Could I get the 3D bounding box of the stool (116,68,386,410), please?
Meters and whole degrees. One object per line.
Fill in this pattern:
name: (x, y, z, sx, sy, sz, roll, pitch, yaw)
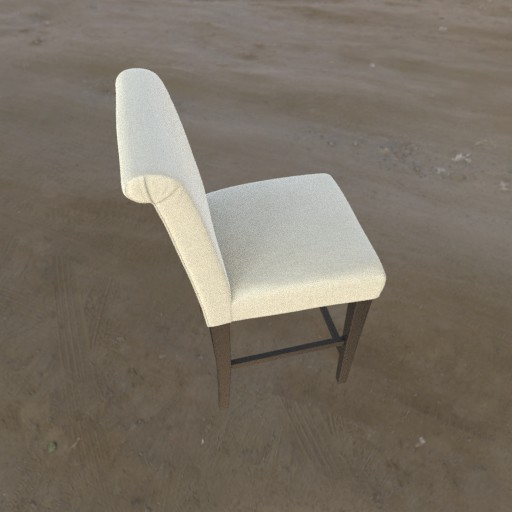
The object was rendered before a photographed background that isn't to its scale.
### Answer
stool: (0.000, 0.000, 1.302, 0.597, 0.976, 0.452, -10, 47, -9)
